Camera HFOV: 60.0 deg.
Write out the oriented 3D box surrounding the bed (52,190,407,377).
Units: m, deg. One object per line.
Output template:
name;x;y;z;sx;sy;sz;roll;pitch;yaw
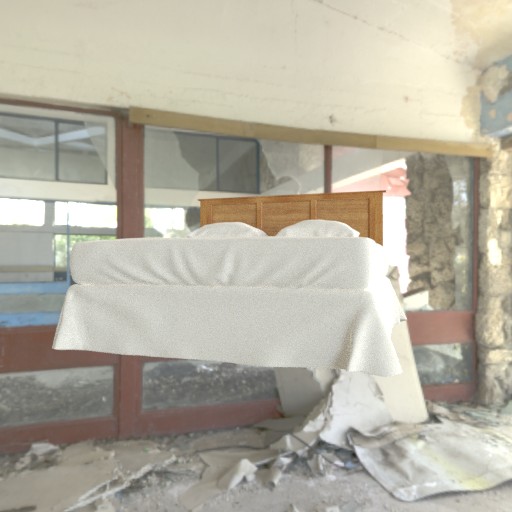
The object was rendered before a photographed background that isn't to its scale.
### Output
bed;0.000;0.000;3.587;2.317;1.270;2.215;0;0;19
